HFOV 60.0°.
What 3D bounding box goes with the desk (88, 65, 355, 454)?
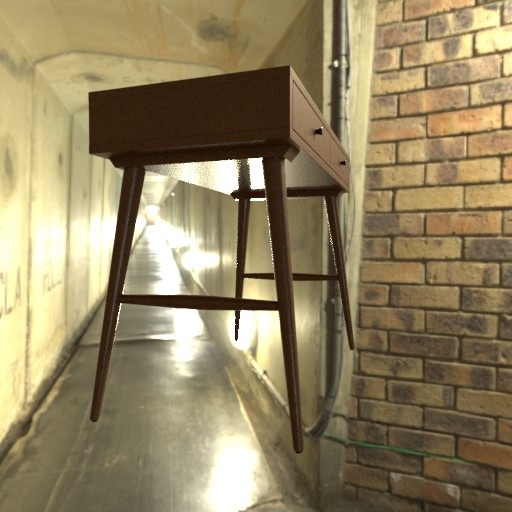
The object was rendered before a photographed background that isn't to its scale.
[{"bbox_3d":[0.000,0.000,1.382,0.510,0.758,0.949,0,1,19],"label":"desk"}]
